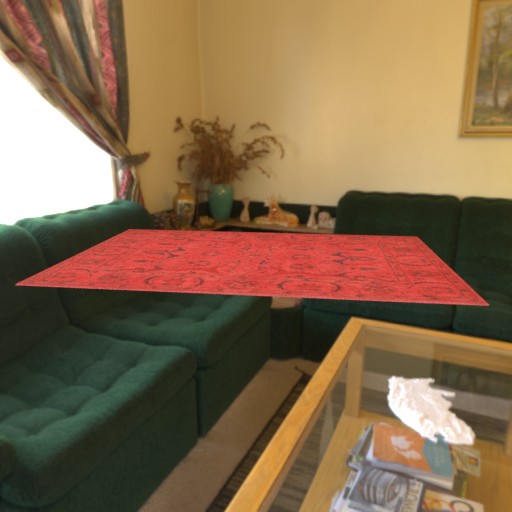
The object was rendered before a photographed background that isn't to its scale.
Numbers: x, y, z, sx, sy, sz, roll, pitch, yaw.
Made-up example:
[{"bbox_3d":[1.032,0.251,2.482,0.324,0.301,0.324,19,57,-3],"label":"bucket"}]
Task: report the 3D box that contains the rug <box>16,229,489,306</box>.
[{"bbox_3d":[0.000,0.000,2.981,2.423,0.010,1.534,2,15,7],"label":"rug"}]
